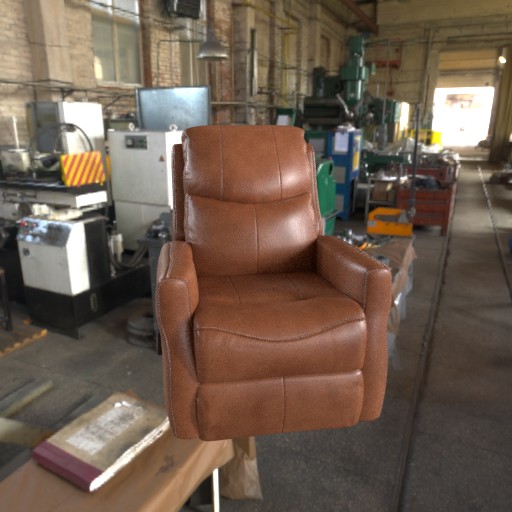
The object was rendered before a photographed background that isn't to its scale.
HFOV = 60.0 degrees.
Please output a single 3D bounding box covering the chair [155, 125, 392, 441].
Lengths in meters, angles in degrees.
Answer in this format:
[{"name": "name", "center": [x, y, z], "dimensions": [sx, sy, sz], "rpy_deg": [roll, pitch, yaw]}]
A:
[{"name": "chair", "center": [0.000, 0.000, 1.793], "dimensions": [0.821, 1.016, 1.072], "rpy_deg": [-2, 17, -8]}]
